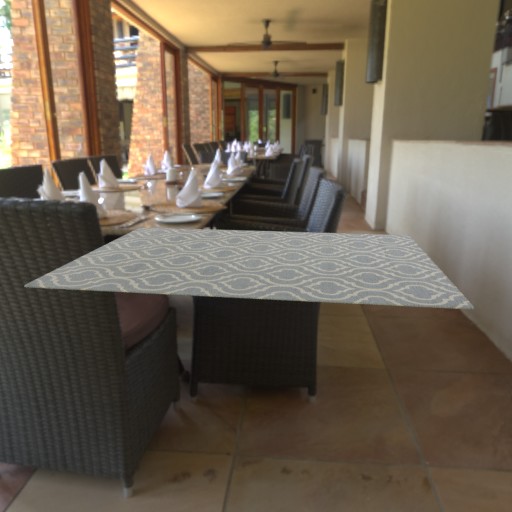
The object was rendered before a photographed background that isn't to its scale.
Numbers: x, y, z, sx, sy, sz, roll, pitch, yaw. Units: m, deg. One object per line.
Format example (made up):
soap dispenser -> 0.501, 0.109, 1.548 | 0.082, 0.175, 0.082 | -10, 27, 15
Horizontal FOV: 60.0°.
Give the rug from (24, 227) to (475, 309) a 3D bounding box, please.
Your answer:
rug -> 0.000, 0.000, 2.709 | 2.080, 0.010, 1.451 | 2, 15, 8
